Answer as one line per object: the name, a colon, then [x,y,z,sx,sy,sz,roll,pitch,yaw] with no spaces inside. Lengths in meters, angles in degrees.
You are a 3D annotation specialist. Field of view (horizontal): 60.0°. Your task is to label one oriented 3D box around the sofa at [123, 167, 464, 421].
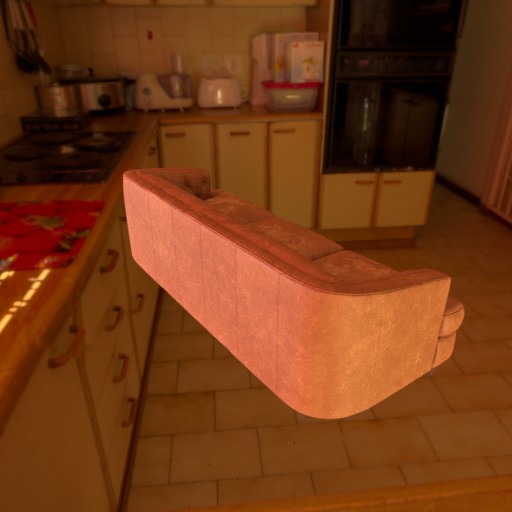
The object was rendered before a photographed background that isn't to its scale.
sofa: [0.000,0.000,2.737,0.922,0.791,2.257,-18,32,-32]
